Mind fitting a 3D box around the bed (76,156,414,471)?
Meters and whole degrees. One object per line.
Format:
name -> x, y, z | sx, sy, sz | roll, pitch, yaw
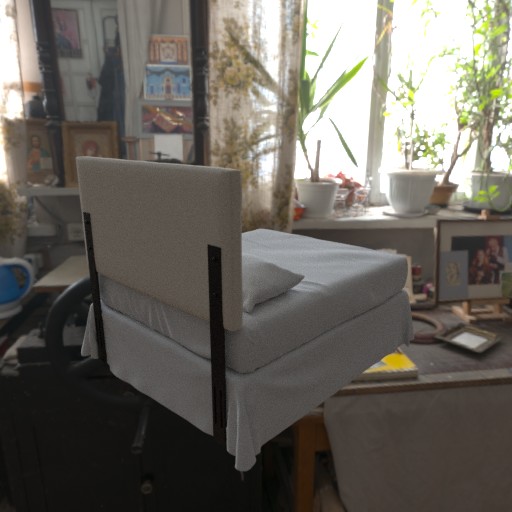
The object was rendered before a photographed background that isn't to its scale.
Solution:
bed -> 0.000, 0.000, 3.537 | 1.936, 1.577, 2.222 | 15, 21, 42
